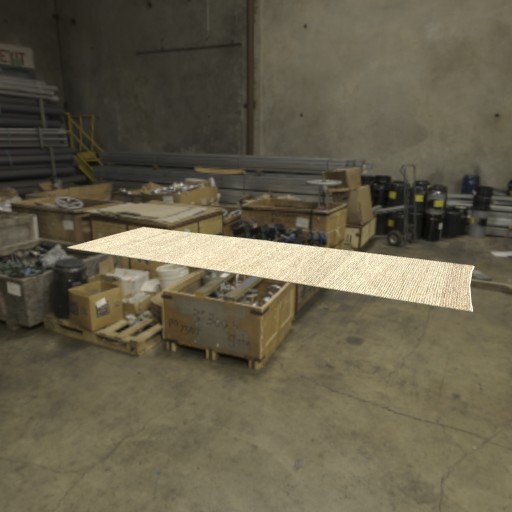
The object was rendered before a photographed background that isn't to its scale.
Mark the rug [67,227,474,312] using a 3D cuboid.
[{"bbox_3d":[0.000,0.000,2.676,2.390,0.014,0.741,8,17,26],"label":"rug"}]
